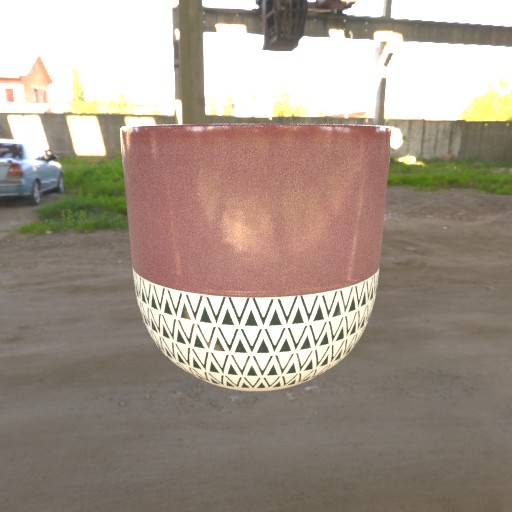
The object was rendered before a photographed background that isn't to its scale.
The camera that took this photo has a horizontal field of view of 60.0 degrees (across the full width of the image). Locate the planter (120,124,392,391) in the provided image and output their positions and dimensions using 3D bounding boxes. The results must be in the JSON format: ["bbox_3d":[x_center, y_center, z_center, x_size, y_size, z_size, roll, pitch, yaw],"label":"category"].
[{"bbox_3d":[0.000,0.000,0.486,0.266,0.270,0.266,0,15,0],"label":"planter"}]
